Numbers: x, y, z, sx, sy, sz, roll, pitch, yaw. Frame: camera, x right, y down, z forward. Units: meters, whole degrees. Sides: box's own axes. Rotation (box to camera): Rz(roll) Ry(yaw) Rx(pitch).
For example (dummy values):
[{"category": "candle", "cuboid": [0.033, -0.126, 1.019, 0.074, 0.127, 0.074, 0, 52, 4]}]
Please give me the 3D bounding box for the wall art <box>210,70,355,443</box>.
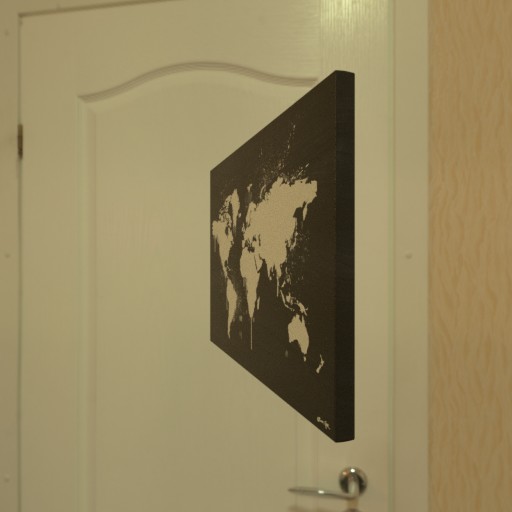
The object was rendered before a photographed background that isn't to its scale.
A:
[{"category": "wall art", "cuboid": [0.000, 0.000, 1.159, 0.038, 0.612, 0.912, 0, 0, -19]}]
